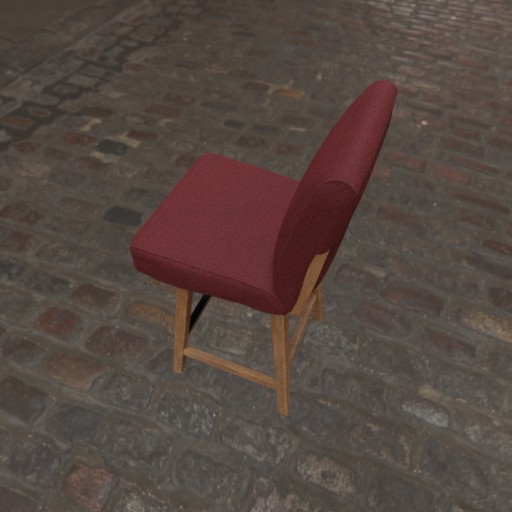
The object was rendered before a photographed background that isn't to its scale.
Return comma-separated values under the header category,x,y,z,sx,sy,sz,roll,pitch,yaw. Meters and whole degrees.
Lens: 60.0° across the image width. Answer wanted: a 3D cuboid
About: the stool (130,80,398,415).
category,x,y,z,sx,sy,sz,roll,pitch,yaw
stool,0.000,0.000,1.342,0.562,1.038,0.468,17,51,15
